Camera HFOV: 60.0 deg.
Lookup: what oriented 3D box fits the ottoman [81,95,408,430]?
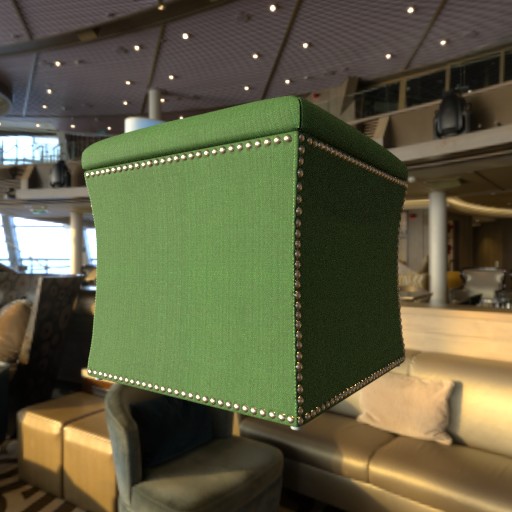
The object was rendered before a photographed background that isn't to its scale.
[{"bbox_3d":[0.000,0.000,0.905,0.497,0.475,0.507,0,-1,35],"label":"ottoman"}]
